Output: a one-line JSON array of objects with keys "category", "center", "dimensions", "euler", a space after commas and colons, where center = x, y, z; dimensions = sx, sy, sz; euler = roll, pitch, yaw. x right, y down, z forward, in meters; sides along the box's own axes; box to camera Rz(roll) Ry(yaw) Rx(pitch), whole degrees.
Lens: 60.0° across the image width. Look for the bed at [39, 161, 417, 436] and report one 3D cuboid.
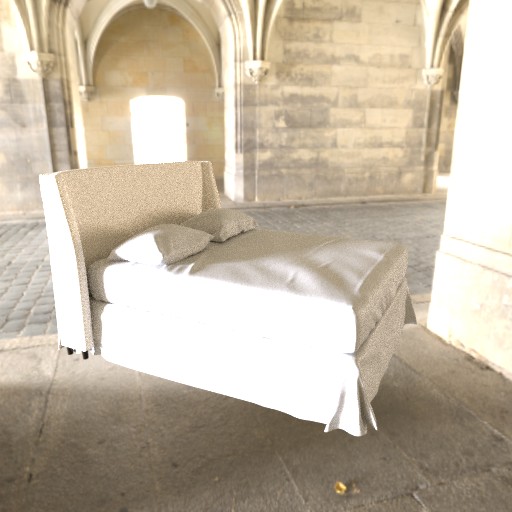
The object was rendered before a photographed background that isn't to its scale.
[{"category": "bed", "center": [0.000, 0.000, 3.402], "dimensions": [2.276, 1.332, 1.925], "euler": [7, 17, 26]}]
